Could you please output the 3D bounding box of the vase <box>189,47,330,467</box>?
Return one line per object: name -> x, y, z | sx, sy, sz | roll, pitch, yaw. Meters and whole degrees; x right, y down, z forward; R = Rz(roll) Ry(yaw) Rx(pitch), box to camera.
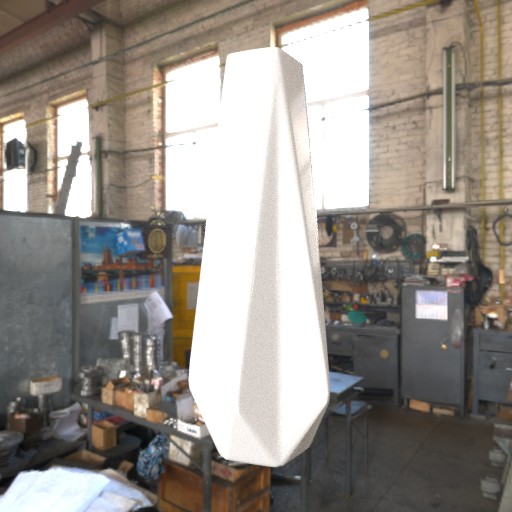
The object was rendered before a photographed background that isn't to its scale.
vase -> 0.000, 0.000, 0.382 | 0.116, 0.329, 0.122 | 0, 0, 1
